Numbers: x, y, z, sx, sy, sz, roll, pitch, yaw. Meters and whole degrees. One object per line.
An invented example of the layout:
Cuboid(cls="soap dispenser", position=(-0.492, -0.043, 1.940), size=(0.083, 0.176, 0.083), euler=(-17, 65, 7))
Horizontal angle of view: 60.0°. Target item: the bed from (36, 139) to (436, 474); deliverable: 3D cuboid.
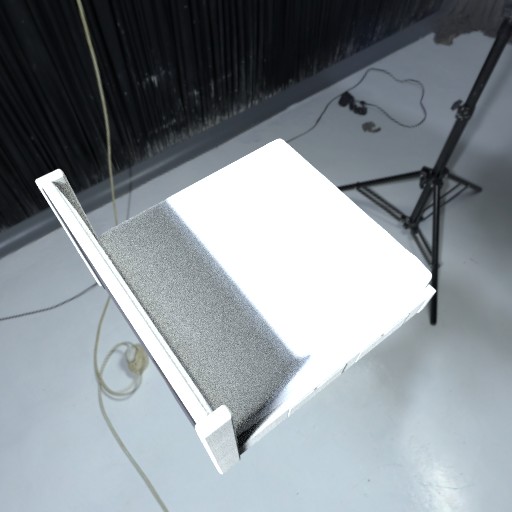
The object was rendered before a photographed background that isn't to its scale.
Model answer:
Cuboid(cls="bed", position=(0.000, 0.000, 3.626), size=(2.280, 1.470, 2.140), euler=(-32, 63, -19))
